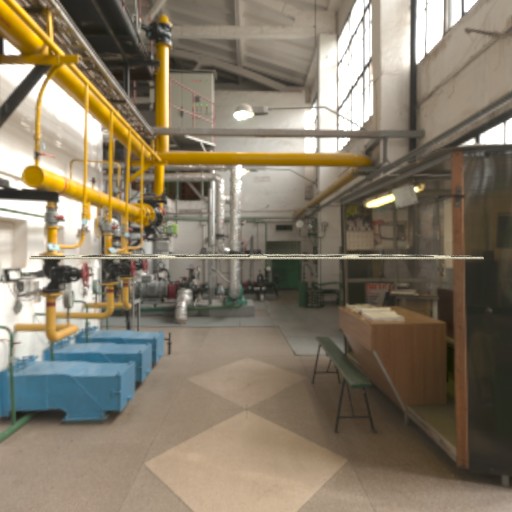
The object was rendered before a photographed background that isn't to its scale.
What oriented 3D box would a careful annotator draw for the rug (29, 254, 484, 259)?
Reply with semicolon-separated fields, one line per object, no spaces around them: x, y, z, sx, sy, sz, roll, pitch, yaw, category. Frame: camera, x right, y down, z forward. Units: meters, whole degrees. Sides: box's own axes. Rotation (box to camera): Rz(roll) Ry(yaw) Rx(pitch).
0.000;0.000;4.200;3.049;0.021;2.466;0;1;0;rug
